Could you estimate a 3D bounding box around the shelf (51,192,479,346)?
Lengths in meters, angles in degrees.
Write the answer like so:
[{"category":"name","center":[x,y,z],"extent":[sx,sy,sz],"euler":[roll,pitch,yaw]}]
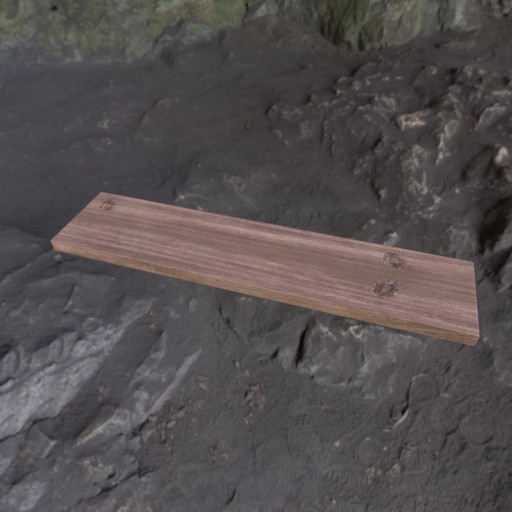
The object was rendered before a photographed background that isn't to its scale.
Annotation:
[{"category":"shelf","center":[0.000,0.000,0.660],"extent":[0.610,0.020,0.140],"euler":[12,43,13]}]
